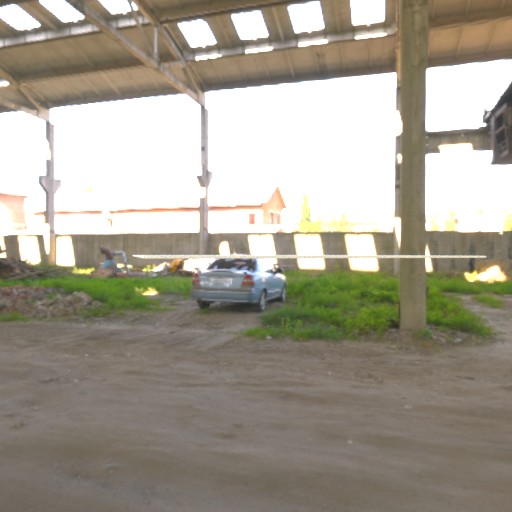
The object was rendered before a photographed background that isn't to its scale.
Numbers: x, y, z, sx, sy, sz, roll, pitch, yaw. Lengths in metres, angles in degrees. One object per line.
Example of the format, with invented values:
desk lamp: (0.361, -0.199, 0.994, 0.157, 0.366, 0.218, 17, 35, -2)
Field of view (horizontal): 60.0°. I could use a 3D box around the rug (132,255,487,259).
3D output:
rug: (0.000, 0.000, 2.320, 1.225, 0.008, 1.827, 0, 0, -16)
